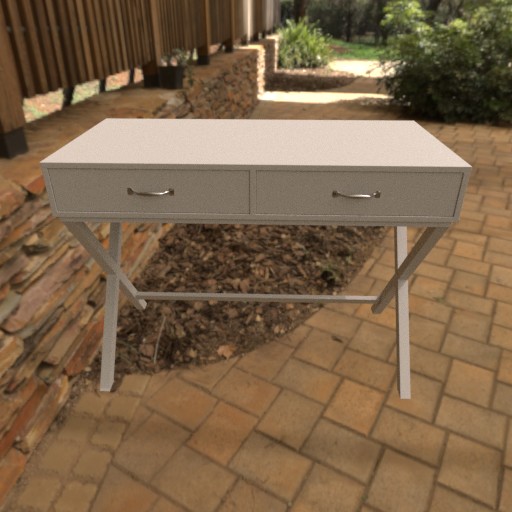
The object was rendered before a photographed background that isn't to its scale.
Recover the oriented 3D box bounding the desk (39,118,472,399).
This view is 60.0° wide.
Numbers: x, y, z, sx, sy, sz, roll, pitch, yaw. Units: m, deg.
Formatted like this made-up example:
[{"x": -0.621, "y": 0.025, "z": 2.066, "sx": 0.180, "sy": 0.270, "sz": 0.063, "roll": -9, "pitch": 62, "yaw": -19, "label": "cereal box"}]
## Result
[{"x": 0.000, "y": 0.000, "z": 1.482, "sx": 1.057, "sy": 0.780, "sz": 0.525, "roll": 1, "pitch": 29, "yaw": 2, "label": "desk"}]
